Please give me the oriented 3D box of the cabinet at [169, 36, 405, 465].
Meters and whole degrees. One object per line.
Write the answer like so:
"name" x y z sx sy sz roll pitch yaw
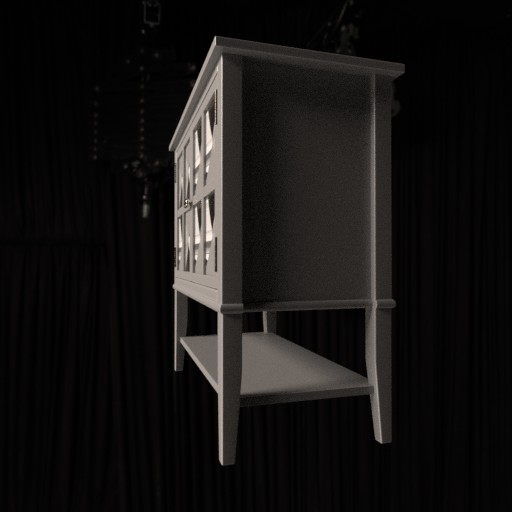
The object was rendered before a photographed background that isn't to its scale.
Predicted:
"cabinet" 0.000 0.000 1.230 0.396 0.780 0.801 0 -1 -17
